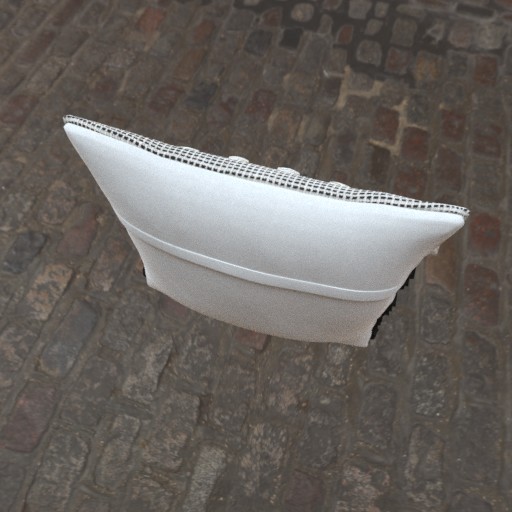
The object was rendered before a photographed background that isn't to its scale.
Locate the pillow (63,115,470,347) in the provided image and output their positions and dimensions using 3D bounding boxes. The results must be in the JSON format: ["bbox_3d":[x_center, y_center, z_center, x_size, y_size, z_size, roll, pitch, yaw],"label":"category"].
[{"bbox_3d":[0.000,0.000,0.644,0.436,0.438,0.156,15,64,8],"label":"pillow"}]
